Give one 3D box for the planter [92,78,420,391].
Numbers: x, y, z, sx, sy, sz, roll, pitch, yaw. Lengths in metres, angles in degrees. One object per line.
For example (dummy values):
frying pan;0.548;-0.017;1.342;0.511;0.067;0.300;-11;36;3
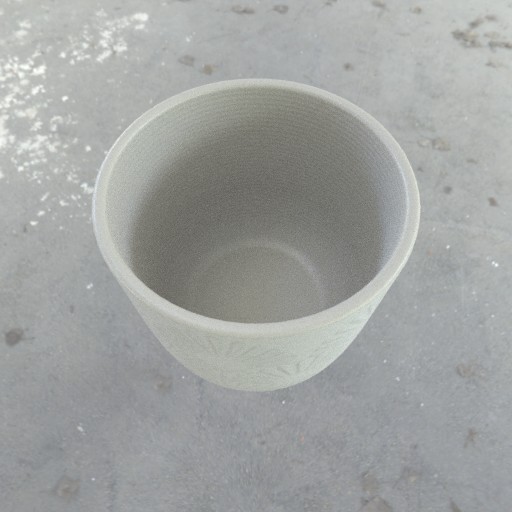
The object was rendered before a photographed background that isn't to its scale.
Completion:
planter;0.000;0.000;0.215;0.124;0.109;0.124;0;59;0
